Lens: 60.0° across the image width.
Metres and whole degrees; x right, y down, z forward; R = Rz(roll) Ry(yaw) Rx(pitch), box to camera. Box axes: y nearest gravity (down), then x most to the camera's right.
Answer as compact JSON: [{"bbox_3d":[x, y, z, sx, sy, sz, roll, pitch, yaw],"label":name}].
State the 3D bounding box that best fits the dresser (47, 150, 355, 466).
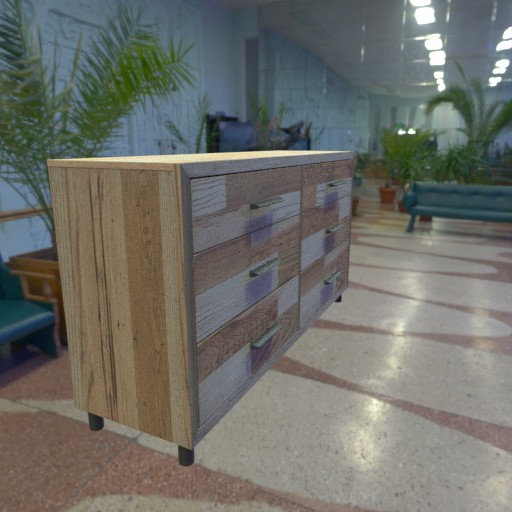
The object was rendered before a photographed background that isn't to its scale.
[{"bbox_3d":[0.000,0.000,1.863,0.487,0.834,1.547,7,16,26],"label":"dresser"}]
